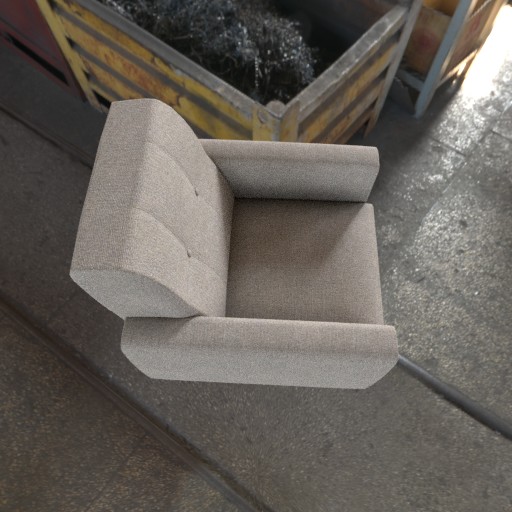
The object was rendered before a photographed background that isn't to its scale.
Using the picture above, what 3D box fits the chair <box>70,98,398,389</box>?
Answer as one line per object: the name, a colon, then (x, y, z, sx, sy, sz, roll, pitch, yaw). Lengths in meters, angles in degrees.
chair: (0.000, 0.000, 1.647, 0.942, 0.968, 0.845, 2, 64, 1)
